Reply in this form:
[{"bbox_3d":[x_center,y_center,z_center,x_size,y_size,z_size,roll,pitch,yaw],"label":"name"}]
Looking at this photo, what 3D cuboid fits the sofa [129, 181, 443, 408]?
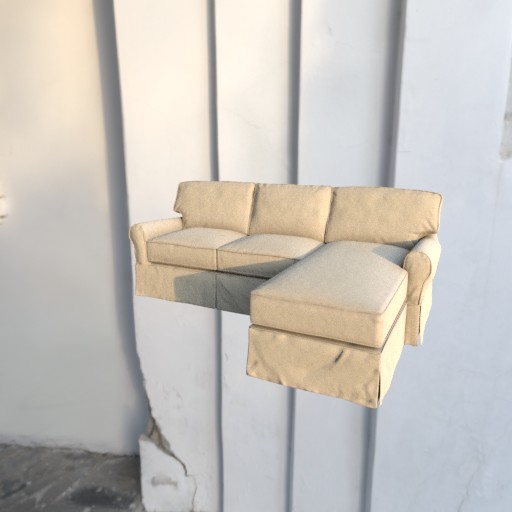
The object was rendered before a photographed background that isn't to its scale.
[{"bbox_3d":[0.000,0.000,3.327,2.475,0.978,1.733,7,15,26],"label":"sofa"}]
